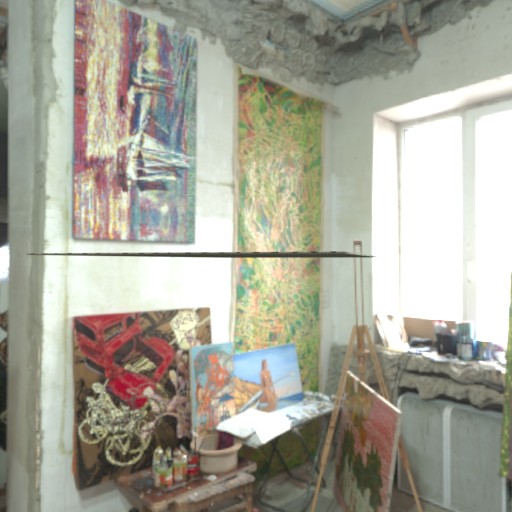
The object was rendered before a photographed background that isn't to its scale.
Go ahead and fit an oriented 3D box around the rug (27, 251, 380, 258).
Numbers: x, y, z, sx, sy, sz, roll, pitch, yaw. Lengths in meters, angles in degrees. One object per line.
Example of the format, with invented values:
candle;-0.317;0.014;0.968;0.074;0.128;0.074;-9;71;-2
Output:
rug;0.000;0.000;3.039;1.523;0.008;2.438;0;-1;19
